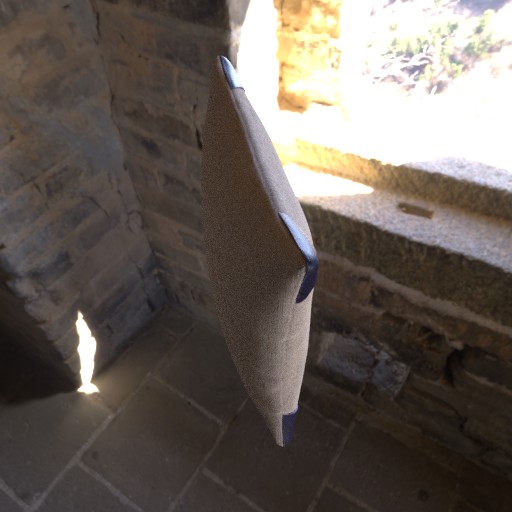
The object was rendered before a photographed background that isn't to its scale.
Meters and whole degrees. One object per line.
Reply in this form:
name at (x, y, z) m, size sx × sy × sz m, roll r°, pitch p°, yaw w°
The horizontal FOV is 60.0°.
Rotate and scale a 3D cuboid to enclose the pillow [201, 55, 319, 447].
pillow at (0.000, 0.000, 0.678) m, size 0.147 × 0.441 × 0.440 m, roll -11°, pitch 48°, yaw -10°
